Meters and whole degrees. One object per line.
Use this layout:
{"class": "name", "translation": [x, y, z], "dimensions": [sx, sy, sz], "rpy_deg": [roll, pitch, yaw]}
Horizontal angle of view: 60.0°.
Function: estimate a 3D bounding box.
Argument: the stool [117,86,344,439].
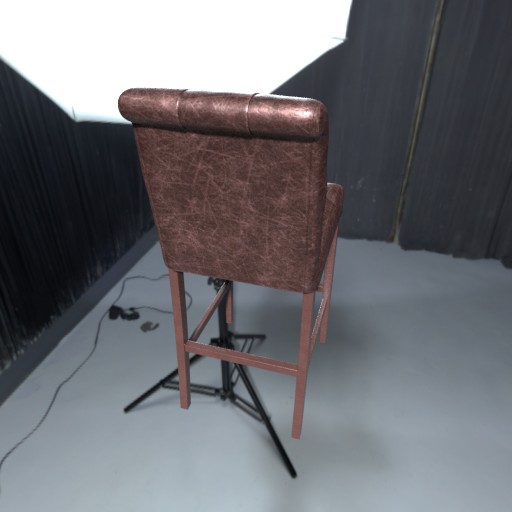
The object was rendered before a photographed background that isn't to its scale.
{"class": "stool", "translation": [0.000, 0.000, 1.482], "dimensions": [0.483, 1.168, 0.659], "rpy_deg": [9, 33, 14]}
